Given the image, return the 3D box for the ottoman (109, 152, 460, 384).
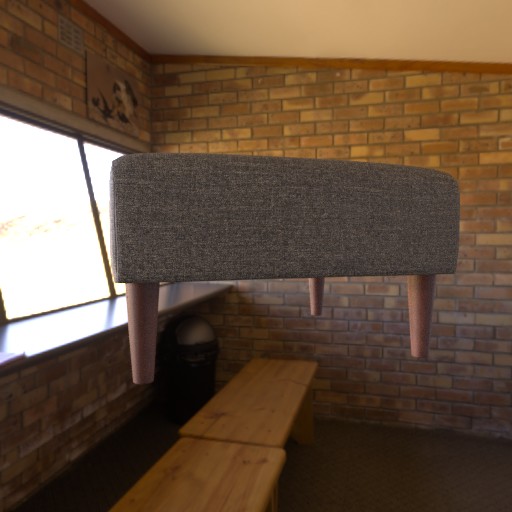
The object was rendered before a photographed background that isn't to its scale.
[{"bbox_3d":[0.000,0.000,1.064,0.655,0.399,0.648,-1,3,-17],"label":"ottoman"}]
